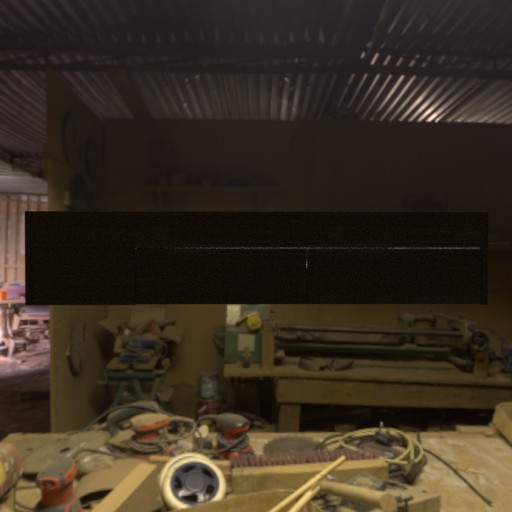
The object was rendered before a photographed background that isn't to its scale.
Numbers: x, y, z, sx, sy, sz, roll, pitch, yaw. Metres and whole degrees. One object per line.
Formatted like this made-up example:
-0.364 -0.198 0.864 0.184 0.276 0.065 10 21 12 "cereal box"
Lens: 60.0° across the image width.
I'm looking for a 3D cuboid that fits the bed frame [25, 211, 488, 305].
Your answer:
0.000 0.000 2.584 1.944 0.459 1.448 0 1 -1 "bed frame"
